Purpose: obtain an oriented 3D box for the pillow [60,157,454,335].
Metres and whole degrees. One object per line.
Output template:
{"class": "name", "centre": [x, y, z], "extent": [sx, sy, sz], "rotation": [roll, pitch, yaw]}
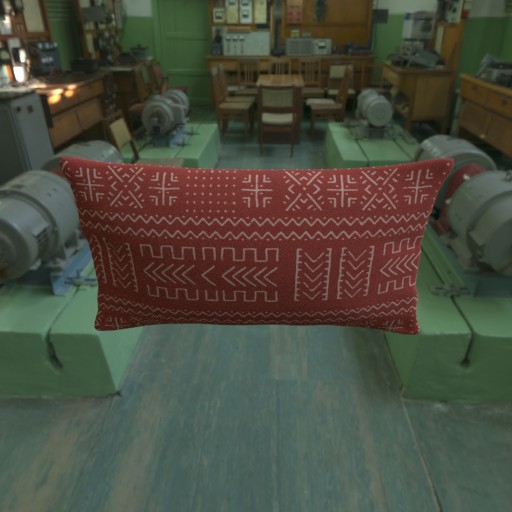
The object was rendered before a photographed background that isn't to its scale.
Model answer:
{"class": "pillow", "centre": [0.000, 0.000, 0.784], "extent": [0.640, 0.352, 0.130], "rotation": [0, 29, 1]}
